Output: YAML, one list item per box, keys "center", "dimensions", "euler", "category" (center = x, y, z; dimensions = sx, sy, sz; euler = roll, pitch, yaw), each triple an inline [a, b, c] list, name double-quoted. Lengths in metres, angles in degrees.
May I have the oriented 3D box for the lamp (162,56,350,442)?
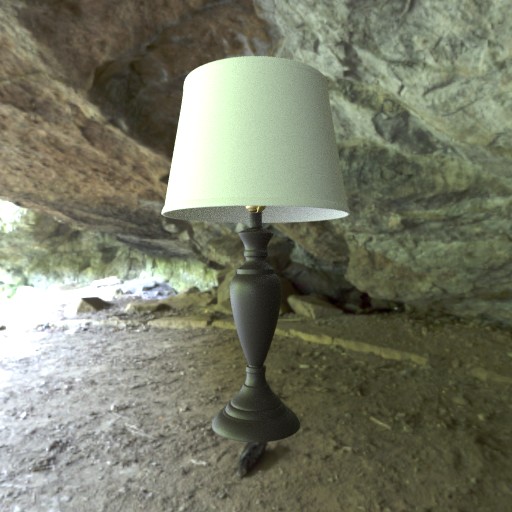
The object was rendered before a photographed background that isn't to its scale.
- center: [0.000, 0.000, 0.804]
  dimensions: [0.335, 0.611, 0.335]
  euler: [0, 0, 0]
  category: "lamp"
